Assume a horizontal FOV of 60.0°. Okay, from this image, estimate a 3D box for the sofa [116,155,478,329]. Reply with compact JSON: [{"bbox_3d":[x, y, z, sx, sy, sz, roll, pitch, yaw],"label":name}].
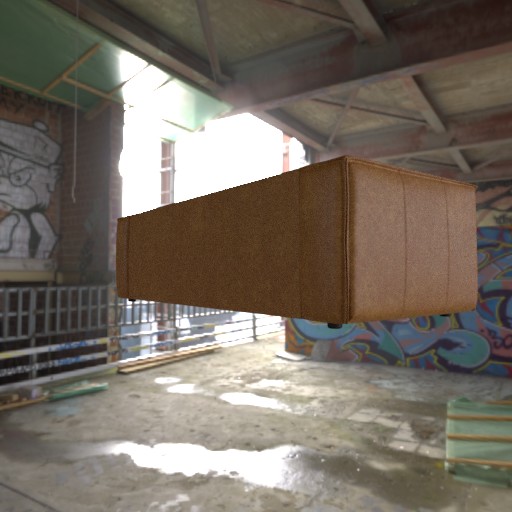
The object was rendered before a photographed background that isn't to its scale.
[{"bbox_3d":[0.000,0.000,3.029,1.102,0.701,2.581,2,-3,-37],"label":"sofa"}]
